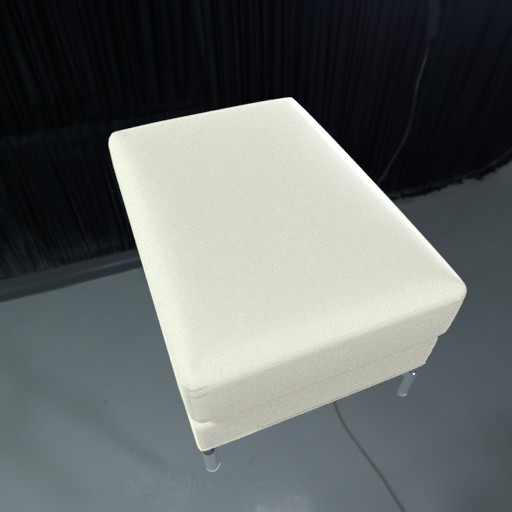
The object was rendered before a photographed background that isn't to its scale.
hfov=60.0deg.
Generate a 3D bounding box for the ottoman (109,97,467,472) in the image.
[{"bbox_3d":[0.000,0.000,1.189,0.581,0.497,0.835,-16,49,-14],"label":"ottoman"}]
